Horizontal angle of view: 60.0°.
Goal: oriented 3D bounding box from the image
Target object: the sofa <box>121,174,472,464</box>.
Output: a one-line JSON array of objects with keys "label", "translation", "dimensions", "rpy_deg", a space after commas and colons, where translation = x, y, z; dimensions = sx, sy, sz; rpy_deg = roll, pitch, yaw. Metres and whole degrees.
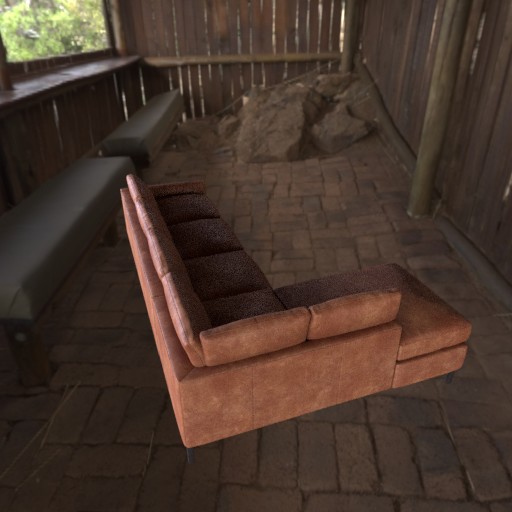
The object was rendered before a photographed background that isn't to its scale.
[{"label": "sofa", "translation": [0.000, 0.000, 3.822], "dimensions": [1.938, 0.877, 2.984], "rpy_deg": [-10, 31, -18]}]
